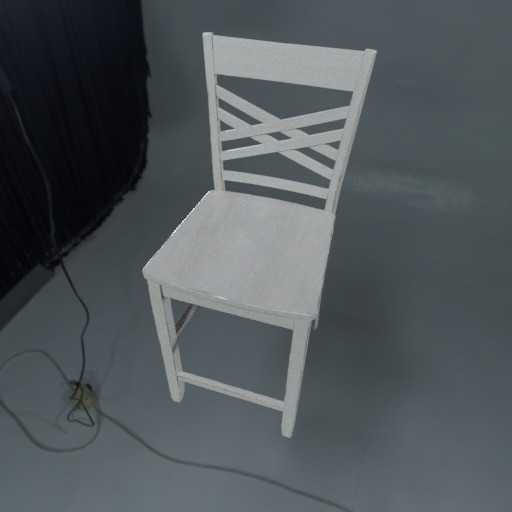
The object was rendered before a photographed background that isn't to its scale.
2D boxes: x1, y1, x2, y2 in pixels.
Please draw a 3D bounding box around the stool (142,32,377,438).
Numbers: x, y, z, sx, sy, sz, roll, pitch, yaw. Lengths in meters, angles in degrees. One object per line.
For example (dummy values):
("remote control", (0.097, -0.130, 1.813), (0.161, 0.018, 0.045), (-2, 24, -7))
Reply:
("stool", (0.000, 0.000, 1.334), (0.462, 1.079, 0.539), (13, 44, 13))
